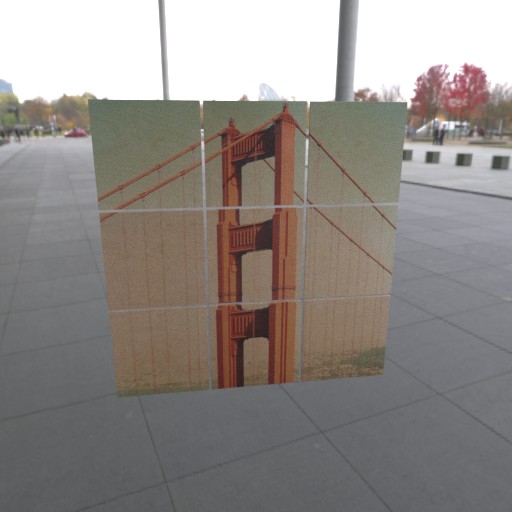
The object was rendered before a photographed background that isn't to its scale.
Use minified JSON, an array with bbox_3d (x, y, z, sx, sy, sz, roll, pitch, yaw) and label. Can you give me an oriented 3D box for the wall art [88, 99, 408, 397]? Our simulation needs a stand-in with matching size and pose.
[{"bbox_3d":[0.000,0.000,2.300,1.517,1.523,0.013,-2,16,-8],"label":"wall art"}]
